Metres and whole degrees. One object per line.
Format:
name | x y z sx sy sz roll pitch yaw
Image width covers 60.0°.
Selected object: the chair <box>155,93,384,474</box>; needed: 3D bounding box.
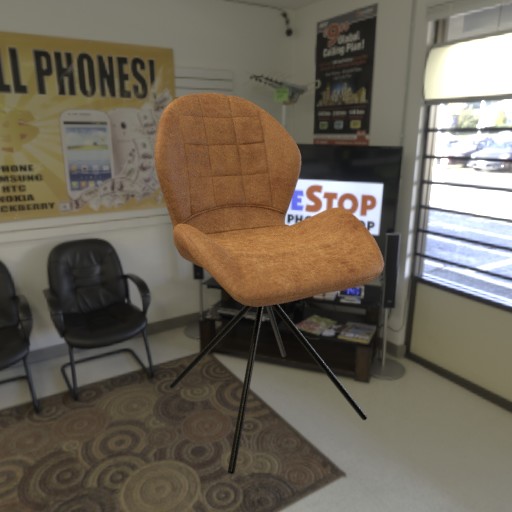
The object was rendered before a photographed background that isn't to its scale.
chair | 0.000 0.000 1.285 0.527 0.929 0.640 -9 18 -28
